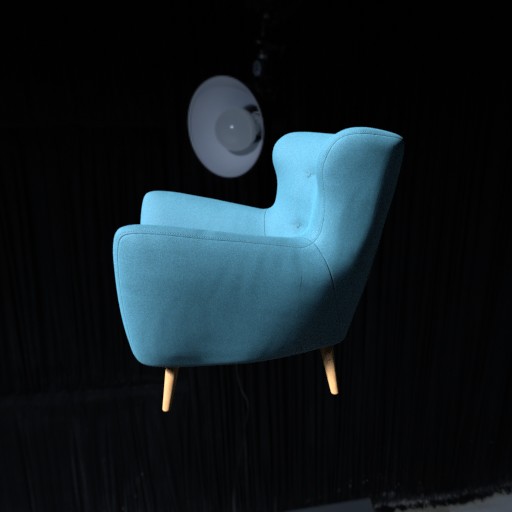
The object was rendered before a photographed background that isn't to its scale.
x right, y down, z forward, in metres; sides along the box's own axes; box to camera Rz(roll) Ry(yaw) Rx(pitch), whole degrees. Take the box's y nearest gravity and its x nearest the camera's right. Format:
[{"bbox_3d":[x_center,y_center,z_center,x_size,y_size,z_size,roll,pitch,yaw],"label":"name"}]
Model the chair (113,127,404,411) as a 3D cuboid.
[{"bbox_3d":[0.000,0.000,1.625,0.889,0.889,0.890,-2,15,-8],"label":"chair"}]
